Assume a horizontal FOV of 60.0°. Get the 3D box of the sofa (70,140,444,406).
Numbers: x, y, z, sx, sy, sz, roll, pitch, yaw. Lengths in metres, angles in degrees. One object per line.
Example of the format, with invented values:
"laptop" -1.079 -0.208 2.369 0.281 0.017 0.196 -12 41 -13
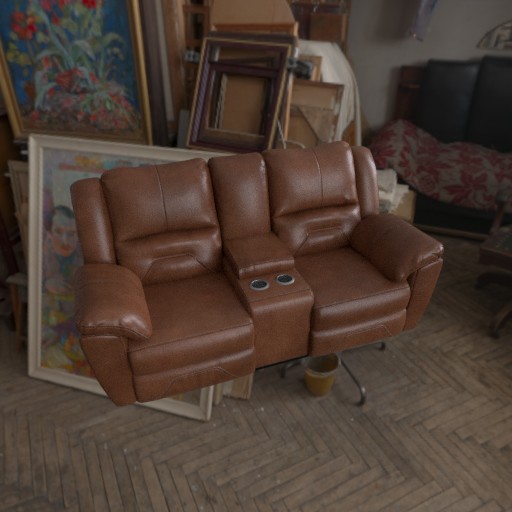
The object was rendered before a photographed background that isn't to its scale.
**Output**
"sofa" 0.000 0.000 2.687 2.058 1.043 0.991 -11 33 -17
